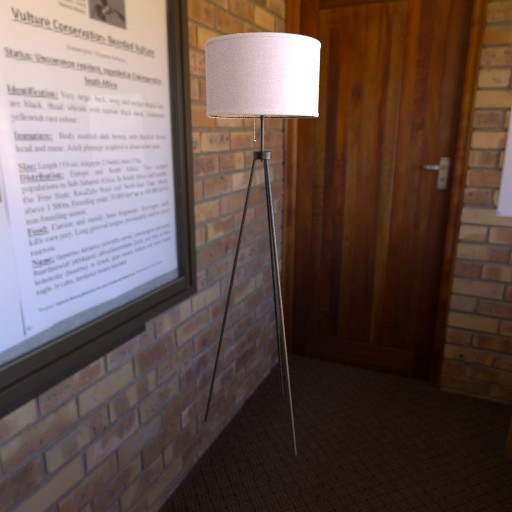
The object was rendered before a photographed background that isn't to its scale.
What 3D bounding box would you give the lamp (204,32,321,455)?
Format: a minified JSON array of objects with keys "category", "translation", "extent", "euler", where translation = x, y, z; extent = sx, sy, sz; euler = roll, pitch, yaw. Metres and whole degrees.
[{"category":"lamp","translation":[0.000,0.000,1.765],"extent":[0.458,1.545,0.448],"euler":[-2,16,-7]}]
